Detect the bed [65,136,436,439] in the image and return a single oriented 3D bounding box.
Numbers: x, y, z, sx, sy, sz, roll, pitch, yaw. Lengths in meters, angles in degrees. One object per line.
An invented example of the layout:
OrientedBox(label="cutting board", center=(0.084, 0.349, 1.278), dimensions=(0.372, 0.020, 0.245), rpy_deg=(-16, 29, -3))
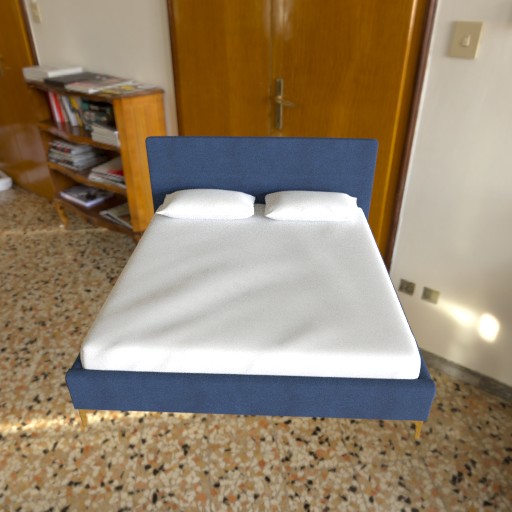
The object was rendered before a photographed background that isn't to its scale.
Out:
OrientedBox(label="bed", center=(0.000, 0.000, 3.348), dimensions=(2.096, 1.231, 2.232), rpy_deg=(1, 30, 2))
